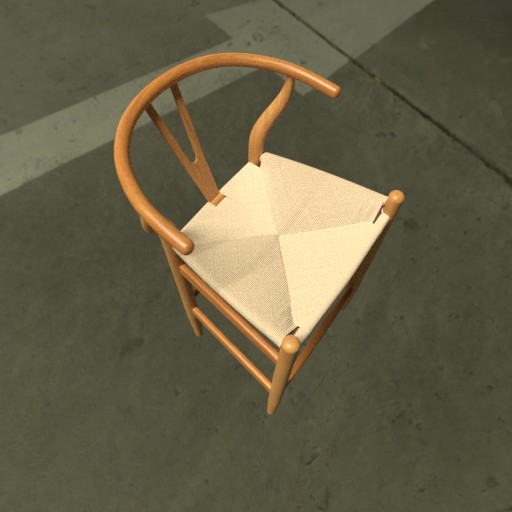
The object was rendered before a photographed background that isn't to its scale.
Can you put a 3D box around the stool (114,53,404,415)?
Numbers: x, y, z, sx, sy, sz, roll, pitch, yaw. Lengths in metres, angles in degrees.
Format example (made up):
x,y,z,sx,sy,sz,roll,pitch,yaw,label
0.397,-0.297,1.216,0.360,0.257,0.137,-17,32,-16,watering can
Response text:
x,y,z,sx,sy,sz,roll,pitch,yaw,label
0.000,0.000,1.317,0.579,0.970,0.569,32,64,18,stool
